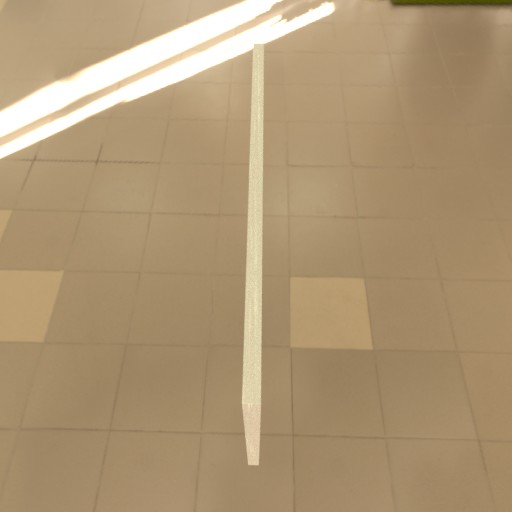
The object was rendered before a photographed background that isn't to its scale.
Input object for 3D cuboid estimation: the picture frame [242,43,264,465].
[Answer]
[{"bbox_3d":[0.000,0.000,1.202,0.029,0.640,0.950,1,57,0],"label":"picture frame"}]
